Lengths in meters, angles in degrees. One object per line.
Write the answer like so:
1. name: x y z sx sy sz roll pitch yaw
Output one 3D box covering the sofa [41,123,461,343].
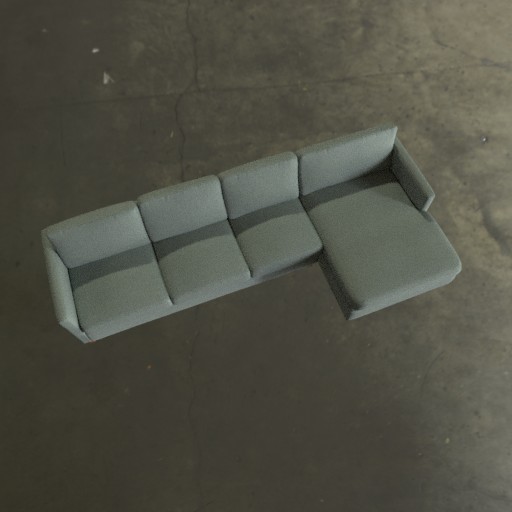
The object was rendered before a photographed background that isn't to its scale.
1. sofa: 0.000 0.000 4.042 3.471 0.950 1.604 -19 65 -9
